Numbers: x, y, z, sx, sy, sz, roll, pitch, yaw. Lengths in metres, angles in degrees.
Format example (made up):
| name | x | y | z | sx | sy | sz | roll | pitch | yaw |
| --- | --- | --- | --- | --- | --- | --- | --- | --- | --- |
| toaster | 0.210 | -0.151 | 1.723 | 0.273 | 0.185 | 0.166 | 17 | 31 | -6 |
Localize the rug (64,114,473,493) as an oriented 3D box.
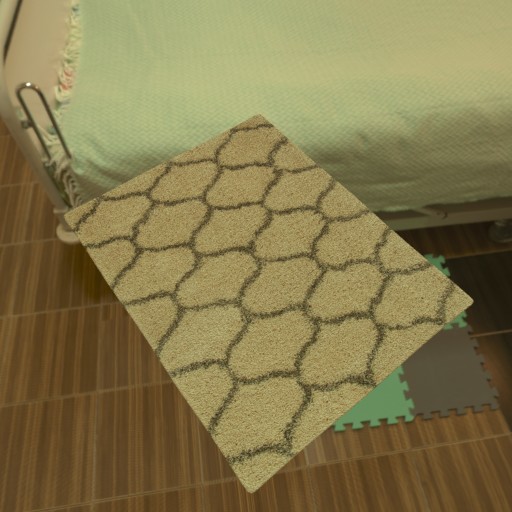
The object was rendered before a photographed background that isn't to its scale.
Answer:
| name | x | y | z | sx | sy | sz | roll | pitch | yaw |
| --- | --- | --- | --- | --- | --- | --- | --- | --- | --- |
| rug | 0.000 | 0.000 | 4.020 | 2.399 | 0.026 | 3.000 | -33 | 63 | -19 |
